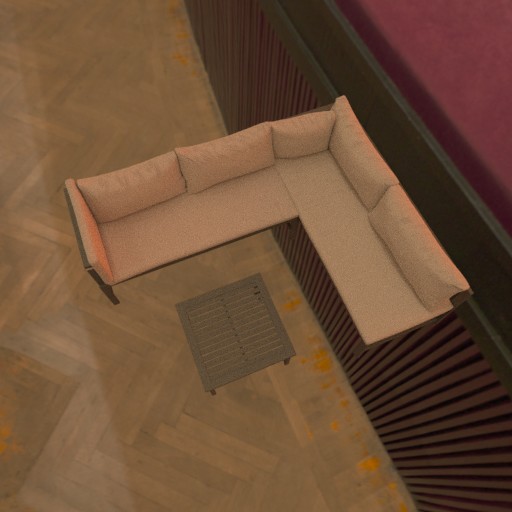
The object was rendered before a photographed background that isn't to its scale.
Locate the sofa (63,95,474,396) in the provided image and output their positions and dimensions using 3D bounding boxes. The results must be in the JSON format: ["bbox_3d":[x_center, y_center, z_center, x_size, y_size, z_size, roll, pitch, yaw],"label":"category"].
[{"bbox_3d":[0.000,0.000,2.993,2.096,0.758,1.658,-20,66,-10],"label":"sofa"}]
